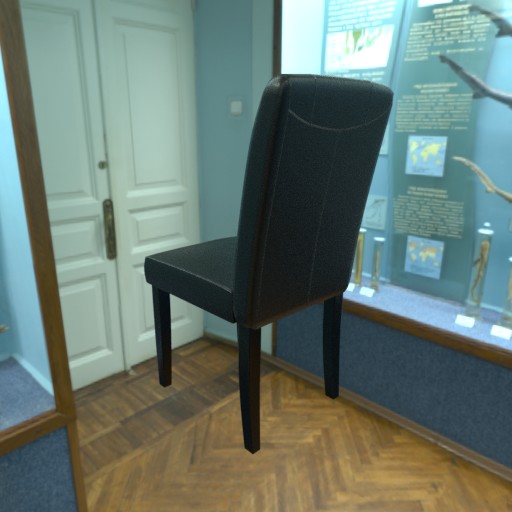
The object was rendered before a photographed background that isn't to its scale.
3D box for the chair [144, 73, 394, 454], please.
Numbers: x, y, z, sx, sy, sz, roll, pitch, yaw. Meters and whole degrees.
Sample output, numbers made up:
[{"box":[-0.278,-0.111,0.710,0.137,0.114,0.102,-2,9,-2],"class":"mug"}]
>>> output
[{"box":[0.000,0.000,1.236,0.399,0.897,0.556,-15,22,-41],"class":"chair"}]
